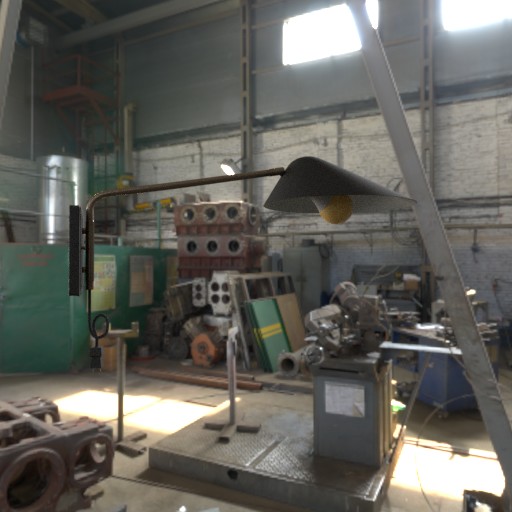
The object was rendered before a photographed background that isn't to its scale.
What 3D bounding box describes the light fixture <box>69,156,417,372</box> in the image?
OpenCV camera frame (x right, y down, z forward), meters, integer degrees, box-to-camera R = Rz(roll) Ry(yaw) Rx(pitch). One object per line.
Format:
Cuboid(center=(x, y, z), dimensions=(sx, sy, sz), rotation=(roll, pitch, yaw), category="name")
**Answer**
Cuboid(center=(0.000, 0.000, 0.670), dimensions=(0.516, 0.312, 0.240), rotation=(0, -1, -18), category="light fixture")
